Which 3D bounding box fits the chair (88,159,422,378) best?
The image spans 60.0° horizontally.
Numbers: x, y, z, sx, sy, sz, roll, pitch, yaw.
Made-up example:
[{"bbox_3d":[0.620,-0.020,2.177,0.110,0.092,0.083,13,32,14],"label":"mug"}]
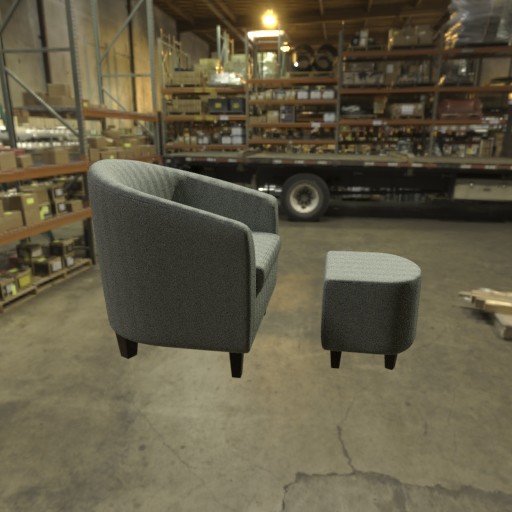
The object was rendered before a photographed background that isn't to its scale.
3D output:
[{"bbox_3d":[0.000,0.000,1.802,1.288,0.757,0.756,3,16,9],"label":"chair"}]
